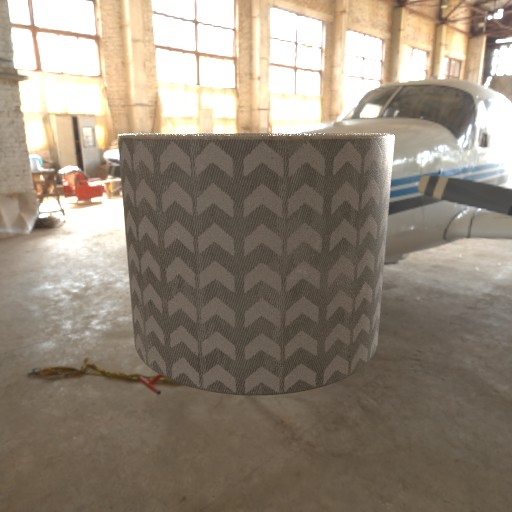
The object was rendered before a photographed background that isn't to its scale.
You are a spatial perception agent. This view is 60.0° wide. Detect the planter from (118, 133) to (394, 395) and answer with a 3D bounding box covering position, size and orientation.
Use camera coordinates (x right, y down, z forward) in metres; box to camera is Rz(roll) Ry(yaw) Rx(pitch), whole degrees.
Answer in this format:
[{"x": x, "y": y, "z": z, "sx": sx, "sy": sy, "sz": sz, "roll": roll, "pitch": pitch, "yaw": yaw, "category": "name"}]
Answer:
[{"x": 0.000, "y": 0.000, "z": 0.341, "sx": 0.190, "sy": 0.181, "sz": 0.190, "roll": 0, "pitch": 16, "yaw": 0, "category": "planter"}]
